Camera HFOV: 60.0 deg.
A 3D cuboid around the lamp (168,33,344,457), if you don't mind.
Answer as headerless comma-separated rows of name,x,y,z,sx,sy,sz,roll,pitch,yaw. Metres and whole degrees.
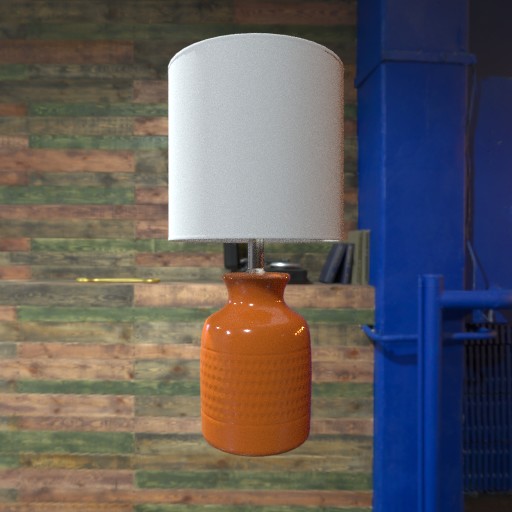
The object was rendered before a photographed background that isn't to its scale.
lamp,0.000,0.000,1.076,0.418,0.871,0.418,0,1,2
